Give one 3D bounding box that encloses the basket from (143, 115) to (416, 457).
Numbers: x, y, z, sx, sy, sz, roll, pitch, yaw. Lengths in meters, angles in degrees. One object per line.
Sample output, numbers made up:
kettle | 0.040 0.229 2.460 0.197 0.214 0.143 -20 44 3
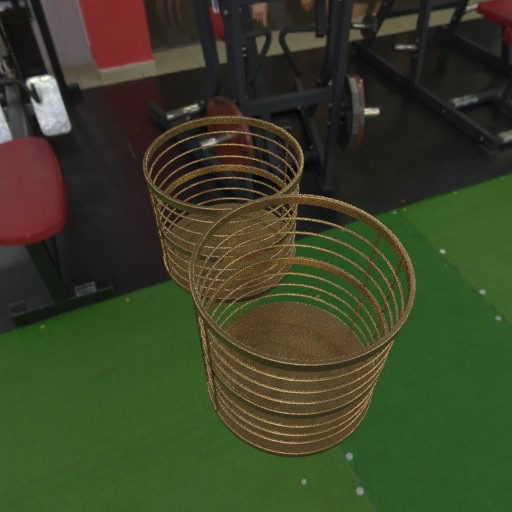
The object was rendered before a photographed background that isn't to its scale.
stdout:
basket | 0.000 0.000 0.957 0.356 0.351 0.746 -16 49 -14
